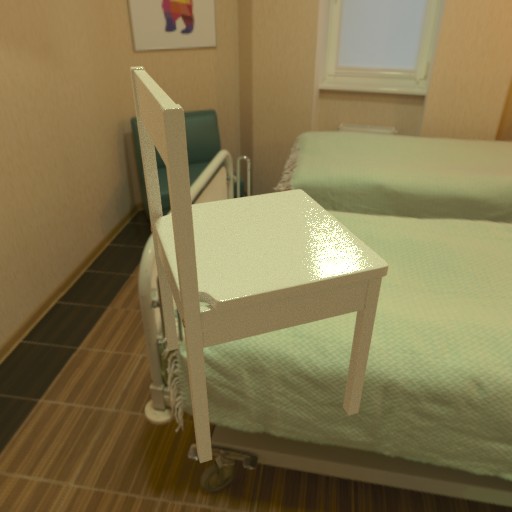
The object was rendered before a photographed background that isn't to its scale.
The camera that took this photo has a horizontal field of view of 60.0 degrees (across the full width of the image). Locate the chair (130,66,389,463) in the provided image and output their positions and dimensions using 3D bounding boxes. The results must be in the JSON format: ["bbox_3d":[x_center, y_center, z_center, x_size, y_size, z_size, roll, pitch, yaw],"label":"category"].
[{"bbox_3d":[0.000,0.000,0.880,0.361,0.668,0.367,-10,32,-17],"label":"chair"}]
